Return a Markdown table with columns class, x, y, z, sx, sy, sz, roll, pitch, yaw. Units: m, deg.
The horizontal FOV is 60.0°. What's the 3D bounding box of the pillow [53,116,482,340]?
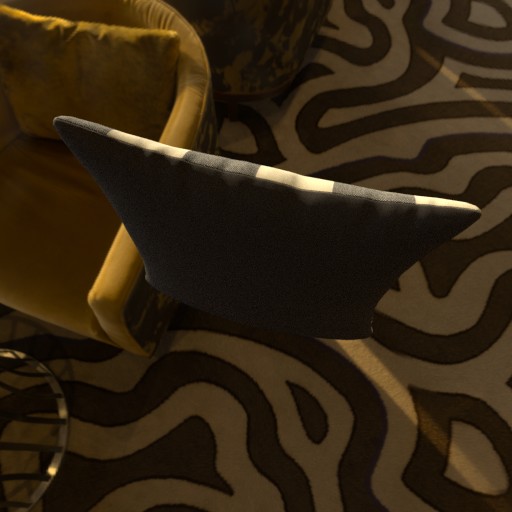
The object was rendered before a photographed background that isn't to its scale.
| class | x | y | z | sx | sy | sz | roll | pitch | yaw |
| --- | --- | --- | --- | --- | --- | --- | --- | --- | --- |
| pillow | 0.000 | 0.000 | 0.738 | 0.511 | 0.509 | 0.161 | 14 | 66 | 6 |
